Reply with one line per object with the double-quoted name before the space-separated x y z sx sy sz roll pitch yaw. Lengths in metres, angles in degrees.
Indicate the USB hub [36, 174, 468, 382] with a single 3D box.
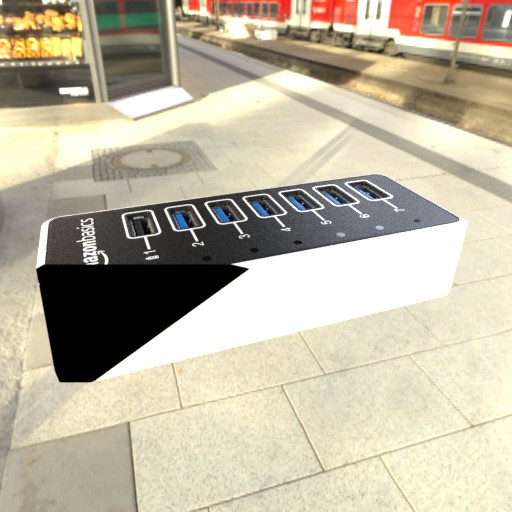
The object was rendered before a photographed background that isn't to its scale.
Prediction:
"USB hub" 0.000 0.000 0.126 0.110 0.023 0.044 -10 32 -17
